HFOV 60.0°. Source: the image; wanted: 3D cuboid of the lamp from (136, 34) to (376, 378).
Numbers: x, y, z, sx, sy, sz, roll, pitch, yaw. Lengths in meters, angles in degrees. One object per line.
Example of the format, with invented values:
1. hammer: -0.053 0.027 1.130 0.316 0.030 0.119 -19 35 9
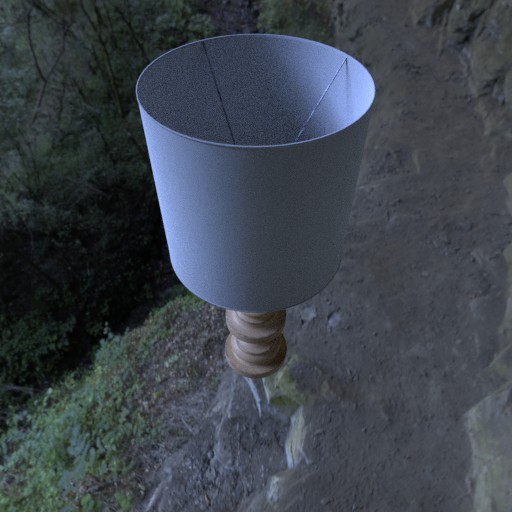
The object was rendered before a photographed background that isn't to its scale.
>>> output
1. lamp: 0.000 0.000 0.558 0.208 0.455 0.208 31 54 25
